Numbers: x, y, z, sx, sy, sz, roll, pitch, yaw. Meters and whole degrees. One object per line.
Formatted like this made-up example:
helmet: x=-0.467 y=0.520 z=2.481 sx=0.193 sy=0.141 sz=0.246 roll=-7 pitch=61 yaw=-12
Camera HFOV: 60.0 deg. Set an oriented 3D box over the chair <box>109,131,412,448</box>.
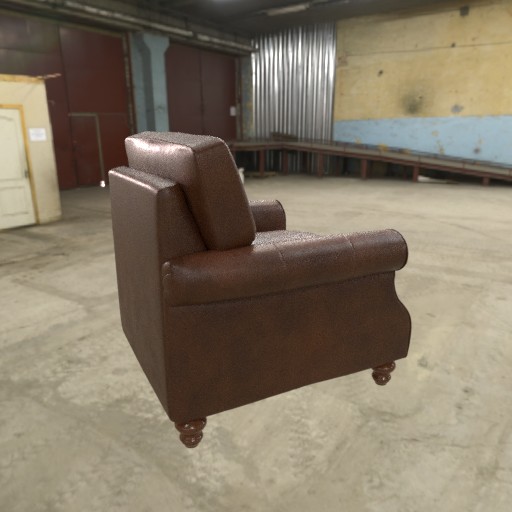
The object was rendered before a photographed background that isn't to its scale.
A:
chair: x=0.000 y=0.000 z=1.790 sx=0.992 sy=0.972 sz=0.989 roll=-8 pitch=17 yaw=-26
